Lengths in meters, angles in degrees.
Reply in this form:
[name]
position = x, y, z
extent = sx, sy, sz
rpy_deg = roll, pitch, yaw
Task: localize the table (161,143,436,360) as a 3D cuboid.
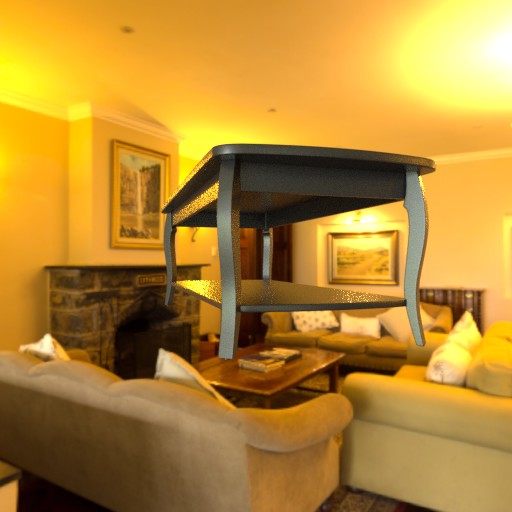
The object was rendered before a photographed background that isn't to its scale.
[table]
position = 0.000, 0.000, 1.595
extent = 0.571, 0.457, 1.333
rpy_deg = 0, -1, -17
